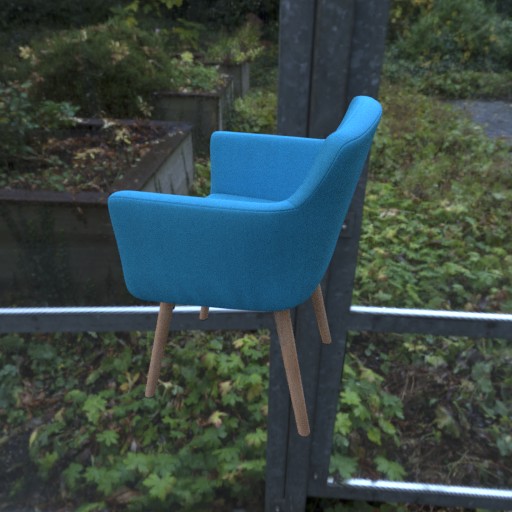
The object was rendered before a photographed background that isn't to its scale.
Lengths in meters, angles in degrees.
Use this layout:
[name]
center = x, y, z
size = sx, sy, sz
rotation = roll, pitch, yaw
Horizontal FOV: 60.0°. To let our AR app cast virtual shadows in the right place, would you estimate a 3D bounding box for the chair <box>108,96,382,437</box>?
[chair]
center = 0.000, 0.000, 1.157
size = 0.540, 0.780, 0.570
rotation = 8, 30, 15
